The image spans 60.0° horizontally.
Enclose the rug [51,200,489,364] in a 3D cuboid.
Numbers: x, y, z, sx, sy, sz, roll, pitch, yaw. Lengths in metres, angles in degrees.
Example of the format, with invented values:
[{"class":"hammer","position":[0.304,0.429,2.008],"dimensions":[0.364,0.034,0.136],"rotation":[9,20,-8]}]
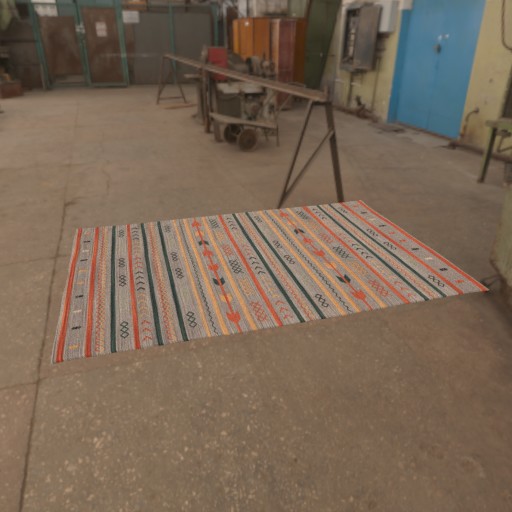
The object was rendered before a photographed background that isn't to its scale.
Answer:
[{"class":"rug","position":[0.000,0.000,2.286],"dimensions":[1.835,0.017,1.220],"rotation":[-7,28,-14]}]
